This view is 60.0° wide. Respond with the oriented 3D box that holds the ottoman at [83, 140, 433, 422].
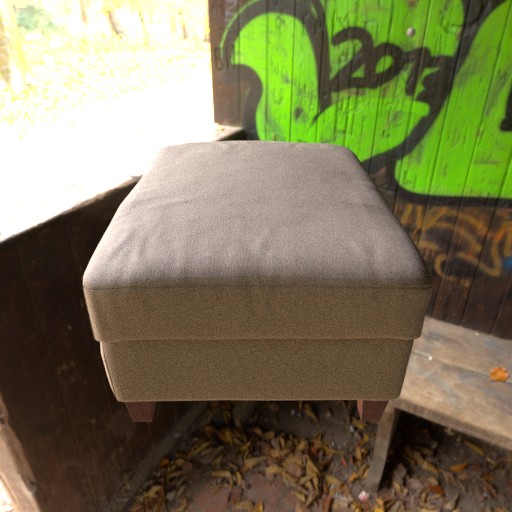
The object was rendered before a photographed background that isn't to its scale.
[{"bbox_3d":[0.000,0.000,1.301,0.692,0.511,0.902,0,30,0],"label":"ottoman"}]
